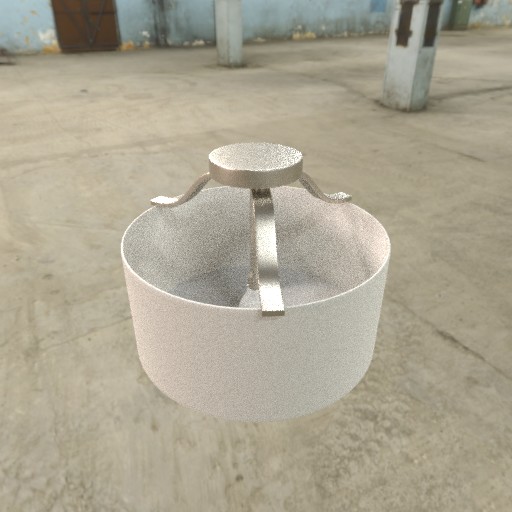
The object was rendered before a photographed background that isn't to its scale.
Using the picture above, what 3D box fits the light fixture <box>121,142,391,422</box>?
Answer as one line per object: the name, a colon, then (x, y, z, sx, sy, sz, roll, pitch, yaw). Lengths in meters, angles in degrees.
light fixture: (0.000, 0.000, 0.661, 0.395, 0.304, 0.395, 0, 30, 0)
